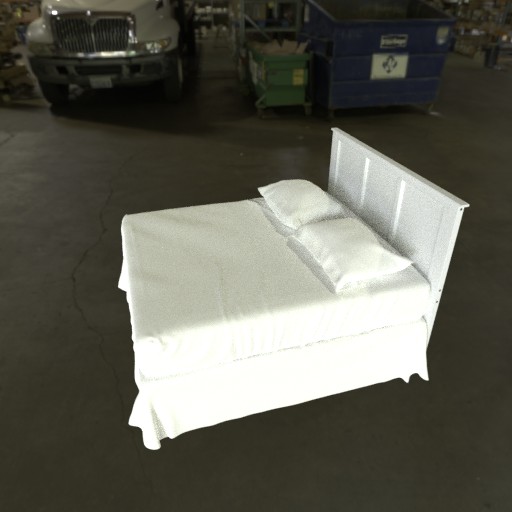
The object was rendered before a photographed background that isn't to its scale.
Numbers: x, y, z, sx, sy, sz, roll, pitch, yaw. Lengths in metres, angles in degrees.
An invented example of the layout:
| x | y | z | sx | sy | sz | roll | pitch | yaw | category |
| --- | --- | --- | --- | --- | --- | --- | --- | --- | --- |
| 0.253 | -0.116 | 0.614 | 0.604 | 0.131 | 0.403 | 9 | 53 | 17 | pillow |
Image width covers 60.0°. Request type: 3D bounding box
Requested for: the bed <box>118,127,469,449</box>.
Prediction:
| x | y | z | sx | sy | sz | roll | pitch | yaw | category |
| --- | --- | --- | --- | --- | --- | --- | --- | --- | --- |
| 0.000 | 0.000 | 3.201 | 2.047 | 1.269 | 1.876 | -9 | 32 | -15 | bed |
